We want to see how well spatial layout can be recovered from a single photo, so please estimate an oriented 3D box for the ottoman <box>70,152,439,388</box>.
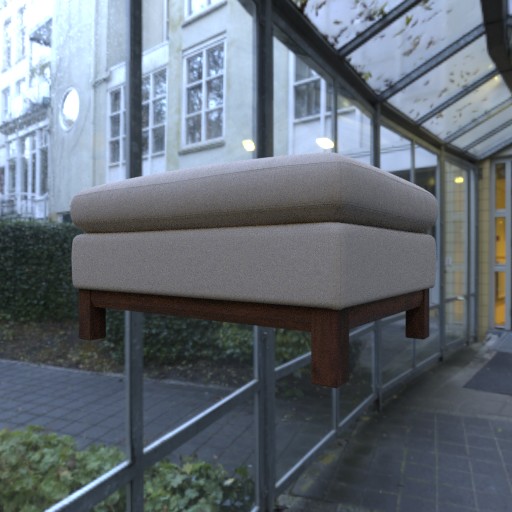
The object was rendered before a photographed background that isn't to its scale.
[{"bbox_3d":[0.000,0.000,1.134,0.771,0.420,0.606,0,0,36],"label":"ottoman"}]
